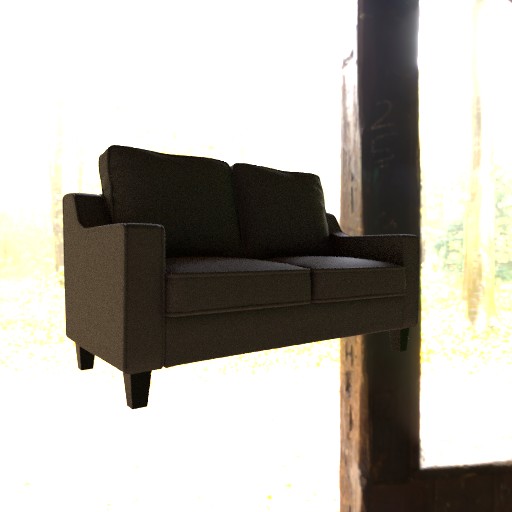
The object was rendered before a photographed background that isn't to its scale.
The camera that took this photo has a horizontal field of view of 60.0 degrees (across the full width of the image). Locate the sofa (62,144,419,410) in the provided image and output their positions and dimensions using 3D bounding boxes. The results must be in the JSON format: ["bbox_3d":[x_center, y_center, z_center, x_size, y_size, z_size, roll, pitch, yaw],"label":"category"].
[{"bbox_3d":[0.000,0.000,2.042,1.500,0.948,0.791,0,0,-37],"label":"sofa"}]
